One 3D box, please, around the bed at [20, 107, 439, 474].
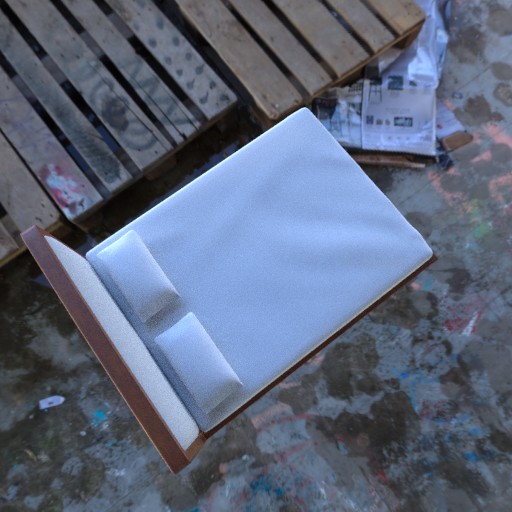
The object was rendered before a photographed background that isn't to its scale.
[{"bbox_3d":[0.000,0.000,3.125,2.196,1.275,1.587,-36,78,-9],"label":"bed"}]
